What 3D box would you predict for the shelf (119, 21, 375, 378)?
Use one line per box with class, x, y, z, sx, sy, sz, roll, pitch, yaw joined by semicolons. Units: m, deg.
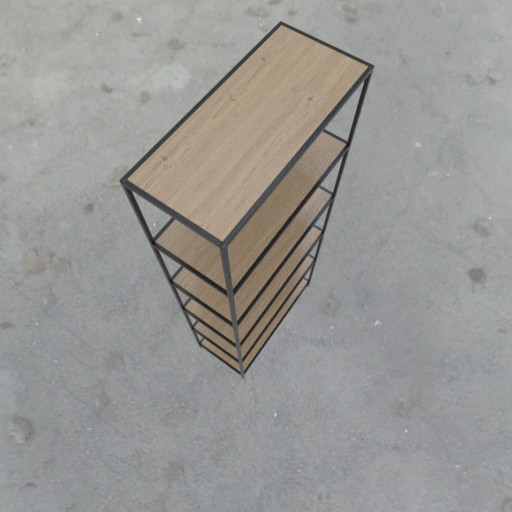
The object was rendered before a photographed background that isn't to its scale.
shelf;0.000;0.000;2.110;0.350;1.850;0.770;33;69;14
